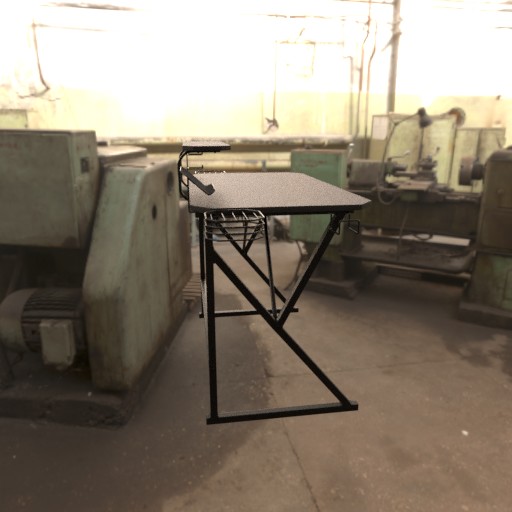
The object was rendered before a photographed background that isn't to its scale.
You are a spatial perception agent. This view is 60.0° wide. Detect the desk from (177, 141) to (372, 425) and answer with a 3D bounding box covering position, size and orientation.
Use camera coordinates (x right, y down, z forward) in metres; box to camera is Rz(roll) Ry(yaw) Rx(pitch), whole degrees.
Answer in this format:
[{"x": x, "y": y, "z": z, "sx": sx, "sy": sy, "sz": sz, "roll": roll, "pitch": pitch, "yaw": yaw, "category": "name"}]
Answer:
[{"x": 0.000, "y": 0.000, "z": 1.779, "sx": 0.580, "sy": 0.880, "sz": 1.290, "roll": -2, "pitch": 16, "yaw": -8, "category": "desk"}]
